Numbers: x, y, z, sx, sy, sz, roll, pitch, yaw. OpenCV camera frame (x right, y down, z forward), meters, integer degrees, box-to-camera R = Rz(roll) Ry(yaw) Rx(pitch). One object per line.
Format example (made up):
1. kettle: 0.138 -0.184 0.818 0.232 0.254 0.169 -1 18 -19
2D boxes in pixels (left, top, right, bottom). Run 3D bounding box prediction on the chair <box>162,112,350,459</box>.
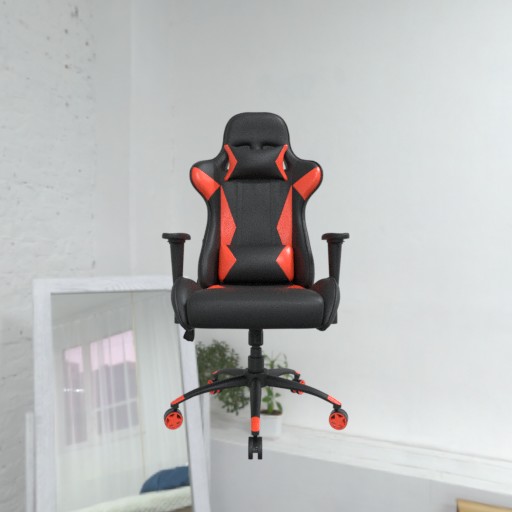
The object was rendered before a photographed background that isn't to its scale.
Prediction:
1. chair: 0.000 0.000 1.725 0.695 1.282 0.730 0 1 0
